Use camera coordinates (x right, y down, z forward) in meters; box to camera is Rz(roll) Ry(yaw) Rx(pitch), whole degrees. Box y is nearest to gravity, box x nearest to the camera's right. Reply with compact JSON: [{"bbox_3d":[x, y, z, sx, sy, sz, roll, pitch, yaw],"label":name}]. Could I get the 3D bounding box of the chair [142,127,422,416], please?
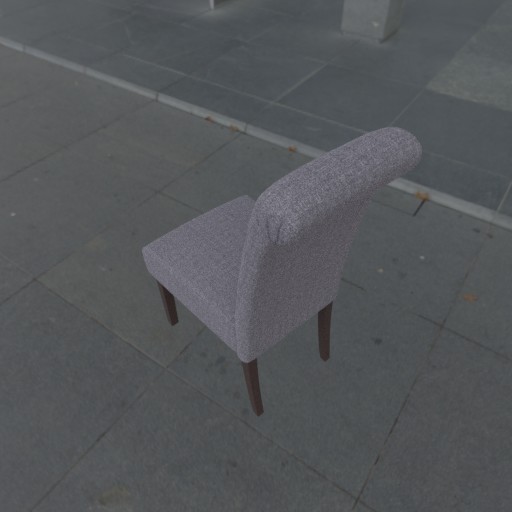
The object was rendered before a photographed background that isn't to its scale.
[{"bbox_3d":[0.000,0.000,1.374,0.456,1.006,0.671,-31,53,-27],"label":"chair"}]
